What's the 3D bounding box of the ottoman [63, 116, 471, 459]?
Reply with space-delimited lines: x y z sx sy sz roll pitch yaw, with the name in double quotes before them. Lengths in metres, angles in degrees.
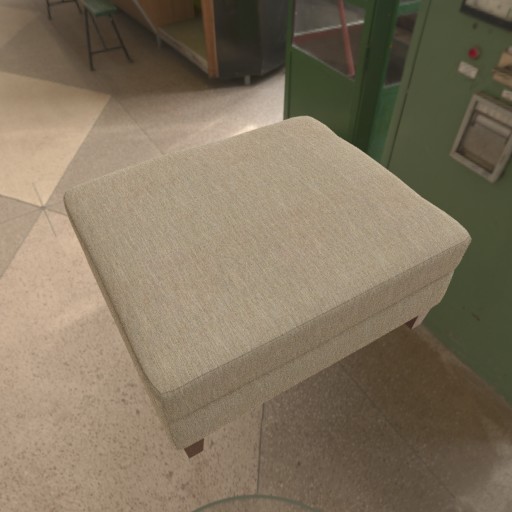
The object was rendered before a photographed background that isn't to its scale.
"ottoman" 0.000 0.000 1.461 0.976 0.492 0.836 -23 50 -21
